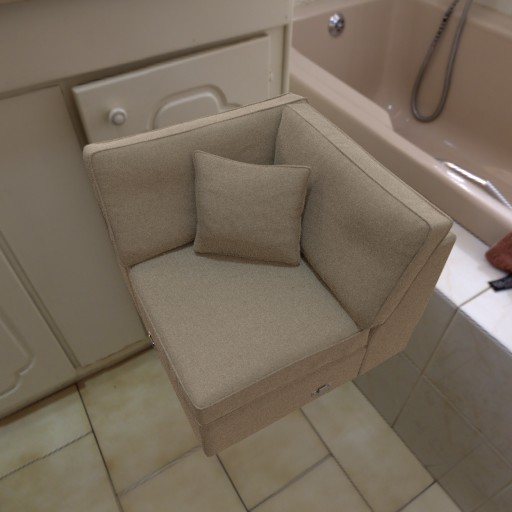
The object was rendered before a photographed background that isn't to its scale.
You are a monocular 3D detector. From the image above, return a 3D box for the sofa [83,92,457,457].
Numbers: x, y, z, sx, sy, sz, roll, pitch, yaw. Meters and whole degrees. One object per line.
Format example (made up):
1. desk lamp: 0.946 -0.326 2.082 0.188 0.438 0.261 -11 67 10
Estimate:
1. sofa: 0.000 0.000 1.954 1.084 1.002 1.146 -22 51 -19
